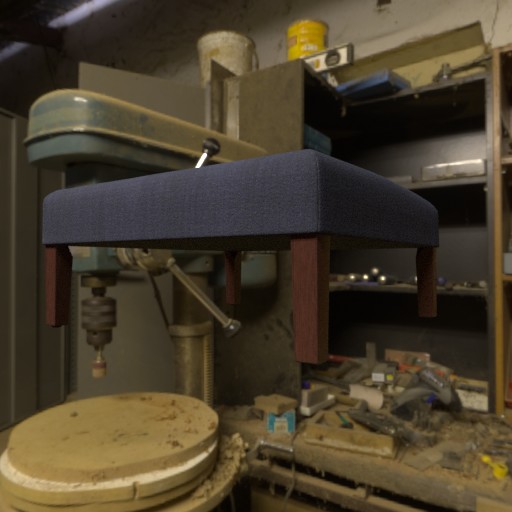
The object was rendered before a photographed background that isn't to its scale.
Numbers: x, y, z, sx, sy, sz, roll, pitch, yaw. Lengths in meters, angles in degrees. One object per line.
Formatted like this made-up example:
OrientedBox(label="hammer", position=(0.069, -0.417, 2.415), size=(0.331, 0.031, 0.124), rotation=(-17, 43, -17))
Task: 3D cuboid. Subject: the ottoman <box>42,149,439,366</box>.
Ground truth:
OrientedBox(label="ottoman", position=(0.000, 0.000, 1.377), size=(0.889, 0.411, 0.890), rotation=(-1, -1, 35))
